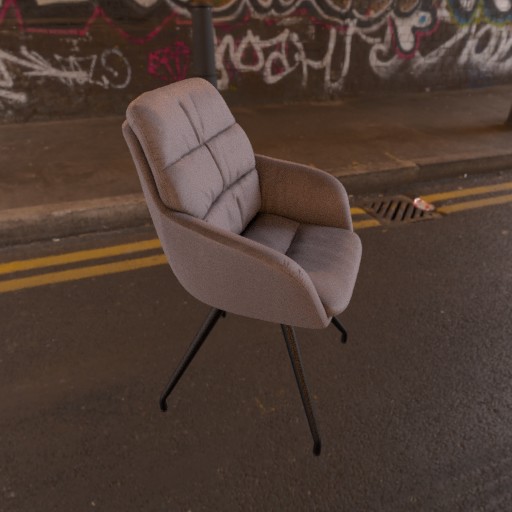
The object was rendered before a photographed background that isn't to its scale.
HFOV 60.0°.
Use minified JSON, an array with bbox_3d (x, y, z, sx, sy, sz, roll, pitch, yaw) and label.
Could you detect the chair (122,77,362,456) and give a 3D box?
[{"bbox_3d":[0.000,0.000,1.254,0.569,0.888,0.579,10,32,16],"label":"chair"}]
